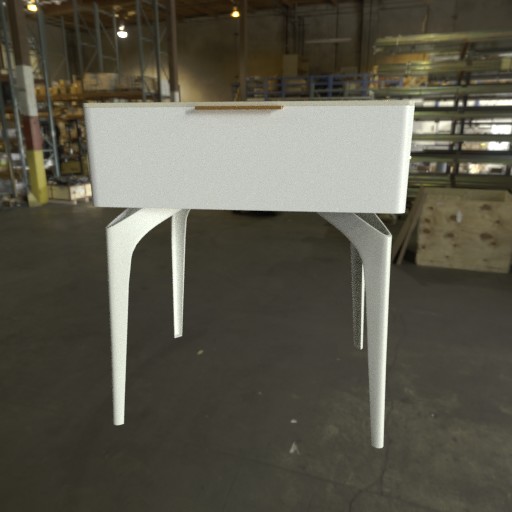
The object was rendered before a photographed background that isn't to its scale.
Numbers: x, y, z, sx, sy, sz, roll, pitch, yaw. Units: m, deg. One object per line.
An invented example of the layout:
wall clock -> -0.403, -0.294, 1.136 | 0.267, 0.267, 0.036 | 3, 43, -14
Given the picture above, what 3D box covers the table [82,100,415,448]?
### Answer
table -> 0.000, 0.000, 0.899 | 0.500, 0.570, 0.400 | 2, 16, 7
